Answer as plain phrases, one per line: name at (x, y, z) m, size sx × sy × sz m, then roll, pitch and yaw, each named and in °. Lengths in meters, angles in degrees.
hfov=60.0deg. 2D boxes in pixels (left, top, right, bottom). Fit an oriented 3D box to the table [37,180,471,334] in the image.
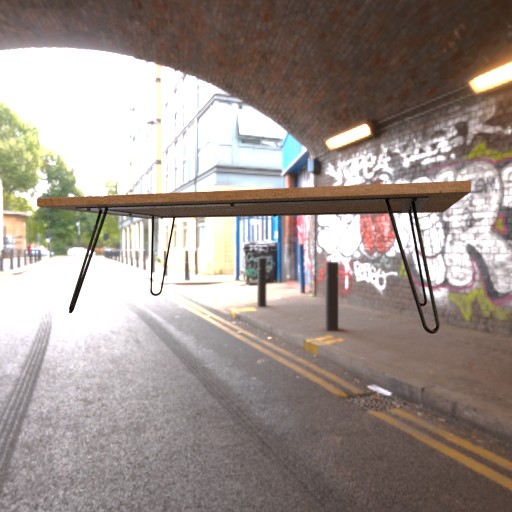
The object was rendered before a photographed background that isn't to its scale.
table at (0.000, 0.000, 1.644) m, size 1.348 × 0.400 × 0.699 m, roll 0°, pitch 1°, yaw 18°
